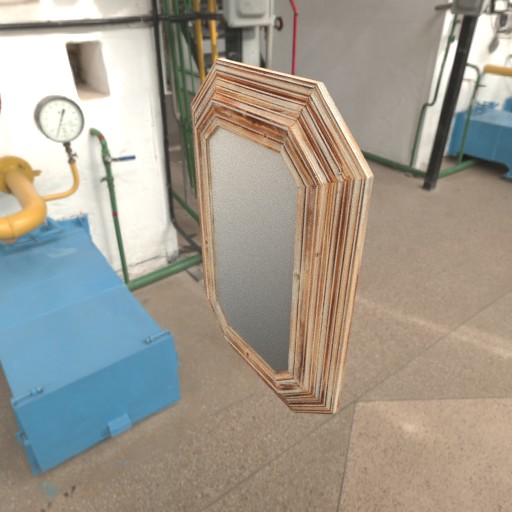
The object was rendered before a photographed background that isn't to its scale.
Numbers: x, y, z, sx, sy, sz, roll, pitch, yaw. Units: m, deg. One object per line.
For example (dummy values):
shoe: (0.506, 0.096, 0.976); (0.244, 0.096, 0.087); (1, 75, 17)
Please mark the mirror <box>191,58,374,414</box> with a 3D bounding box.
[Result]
mirror: (0.000, 0.000, 1.294); (0.061, 1.015, 0.709); (-21, 38, -30)
